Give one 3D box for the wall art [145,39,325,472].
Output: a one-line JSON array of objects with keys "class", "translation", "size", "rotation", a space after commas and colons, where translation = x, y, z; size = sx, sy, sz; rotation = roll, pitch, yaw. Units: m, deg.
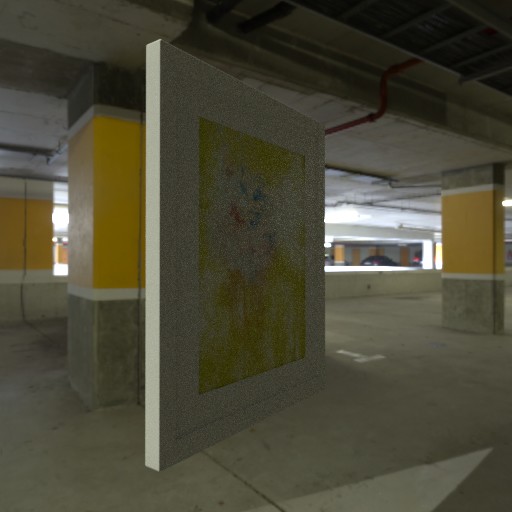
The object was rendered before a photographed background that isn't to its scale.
[{"class": "wall art", "translation": [0.000, 0.000, 0.758], "size": [0.028, 0.556, 0.454], "rotation": [0, -1, 36]}]
